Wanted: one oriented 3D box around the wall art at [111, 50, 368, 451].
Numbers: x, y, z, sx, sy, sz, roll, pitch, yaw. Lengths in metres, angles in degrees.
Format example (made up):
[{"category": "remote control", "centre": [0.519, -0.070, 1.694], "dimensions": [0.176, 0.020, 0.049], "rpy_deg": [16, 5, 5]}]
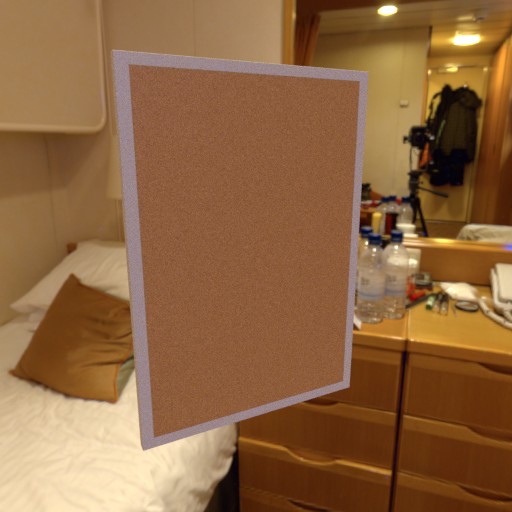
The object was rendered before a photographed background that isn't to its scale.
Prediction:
[{"category": "wall art", "centre": [0.000, 0.000, 0.536], "dimensions": [0.303, 0.433, 0.013], "rpy_deg": [-7, 16, -26]}]
